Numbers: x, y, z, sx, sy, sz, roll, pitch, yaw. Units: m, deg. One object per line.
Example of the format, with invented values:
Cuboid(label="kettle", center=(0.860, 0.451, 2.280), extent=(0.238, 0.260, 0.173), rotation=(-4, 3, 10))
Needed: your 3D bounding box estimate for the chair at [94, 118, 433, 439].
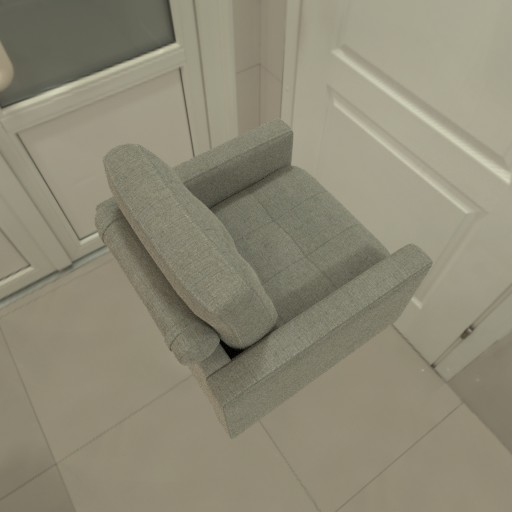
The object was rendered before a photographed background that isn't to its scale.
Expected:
Cuboid(label="chair", center=(0.000, 0.000, 1.536), extent=(0.843, 0.880, 0.821), rotation=(-30, 62, -18))
